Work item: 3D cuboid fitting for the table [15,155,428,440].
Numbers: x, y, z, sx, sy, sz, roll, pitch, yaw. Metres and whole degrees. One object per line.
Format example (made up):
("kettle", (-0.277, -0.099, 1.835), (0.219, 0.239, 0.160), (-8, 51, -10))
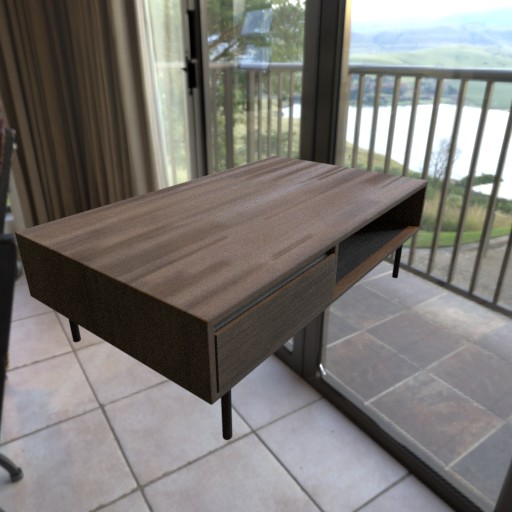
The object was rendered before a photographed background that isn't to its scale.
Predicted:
("table", (0.000, 0.000, 1.361), (0.643, 0.347, 1.088), (18, 30, 34))
